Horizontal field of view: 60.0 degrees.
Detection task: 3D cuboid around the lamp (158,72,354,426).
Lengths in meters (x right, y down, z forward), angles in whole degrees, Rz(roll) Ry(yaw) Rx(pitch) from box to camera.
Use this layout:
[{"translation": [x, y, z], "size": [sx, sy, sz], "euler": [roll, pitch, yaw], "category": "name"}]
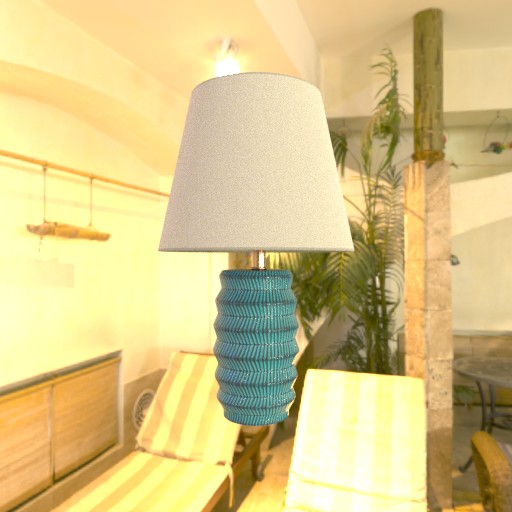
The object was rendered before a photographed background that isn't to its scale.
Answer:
[{"translation": [0.000, 0.000, 0.819], "size": [0.355, 0.582, 0.355], "euler": [0, 0, 0], "category": "lamp"}]
